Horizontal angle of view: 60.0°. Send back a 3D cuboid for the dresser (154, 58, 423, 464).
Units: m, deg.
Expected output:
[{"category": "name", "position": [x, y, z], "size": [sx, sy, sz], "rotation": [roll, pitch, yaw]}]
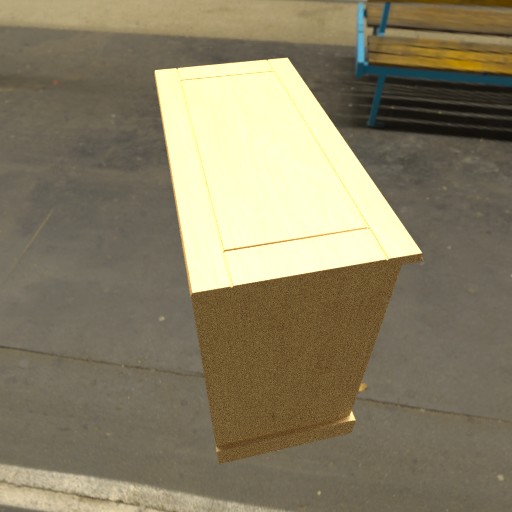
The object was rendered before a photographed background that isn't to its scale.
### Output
[{"category": "dresser", "position": [0.000, 0.000, 1.397], "size": [0.440, 0.835, 0.915], "rotation": [-9, 47, -9]}]
